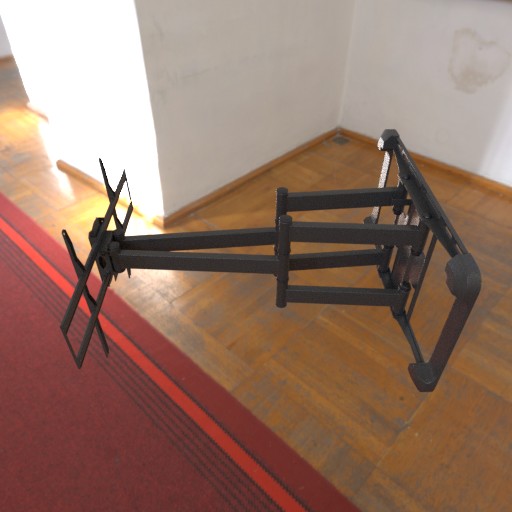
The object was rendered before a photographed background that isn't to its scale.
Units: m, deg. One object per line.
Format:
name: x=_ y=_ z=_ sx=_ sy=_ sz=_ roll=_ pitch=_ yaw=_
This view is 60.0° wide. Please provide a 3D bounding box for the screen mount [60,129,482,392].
screen mount: x=0.000 y=0.000 z=1.310 sx=0.905 sy=0.483 sz=0.725 roll=-1 pitch=41 yaw=-1
